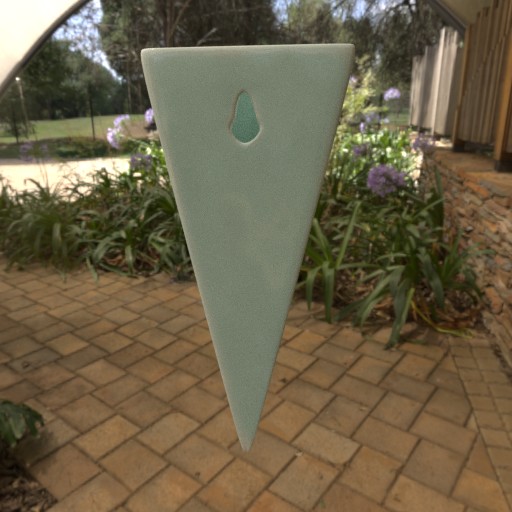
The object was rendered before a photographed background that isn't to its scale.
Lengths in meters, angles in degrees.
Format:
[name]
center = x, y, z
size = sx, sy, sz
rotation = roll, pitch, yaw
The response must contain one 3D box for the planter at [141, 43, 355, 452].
[planter]
center = 0.000, 0.000, 0.216
size = 0.080, 0.178, 0.064
rotation = 2, 17, 8
